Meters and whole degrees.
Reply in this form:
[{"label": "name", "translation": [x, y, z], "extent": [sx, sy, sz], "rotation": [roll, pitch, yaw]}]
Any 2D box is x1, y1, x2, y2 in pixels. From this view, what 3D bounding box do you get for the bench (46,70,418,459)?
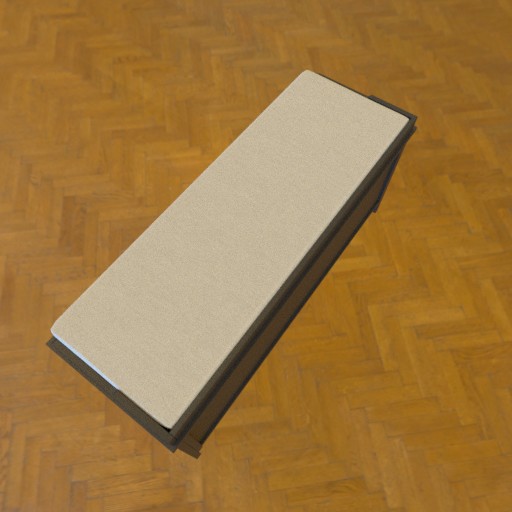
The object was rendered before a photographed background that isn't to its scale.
[{"label": "bench", "translation": [0.000, 0.000, 1.384], "extent": [0.398, 0.501, 1.140], "rotation": [33, 67, 16]}]
